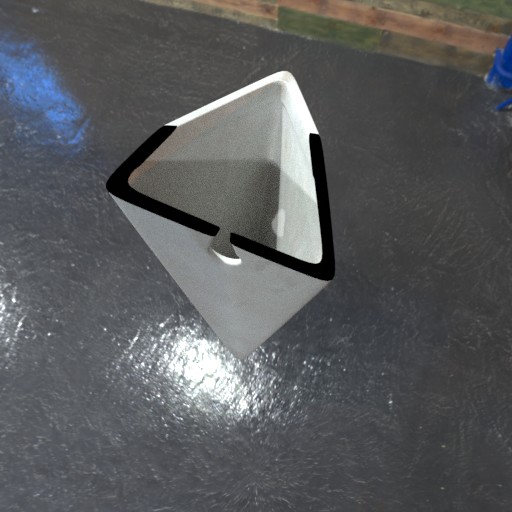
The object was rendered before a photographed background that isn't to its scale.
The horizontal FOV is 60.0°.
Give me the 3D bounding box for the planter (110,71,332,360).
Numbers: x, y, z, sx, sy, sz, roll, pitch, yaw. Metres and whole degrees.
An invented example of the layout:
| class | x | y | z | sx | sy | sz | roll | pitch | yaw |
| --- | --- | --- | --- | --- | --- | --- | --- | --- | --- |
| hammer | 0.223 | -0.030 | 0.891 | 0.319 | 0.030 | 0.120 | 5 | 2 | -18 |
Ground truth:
| class | x | y | z | sx | sy | sz | roll | pitch | yaw |
| --- | --- | --- | --- | --- | --- | --- | --- | --- | --- |
| planter | 0.000 | 0.000 | 0.156 | 0.058 | 0.130 | 0.047 | 18 | 65 | 9 |
